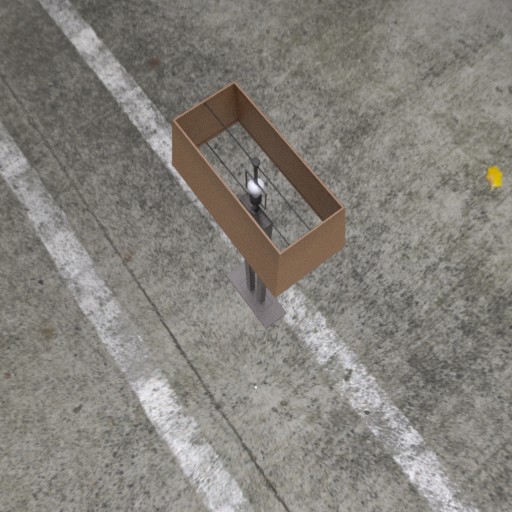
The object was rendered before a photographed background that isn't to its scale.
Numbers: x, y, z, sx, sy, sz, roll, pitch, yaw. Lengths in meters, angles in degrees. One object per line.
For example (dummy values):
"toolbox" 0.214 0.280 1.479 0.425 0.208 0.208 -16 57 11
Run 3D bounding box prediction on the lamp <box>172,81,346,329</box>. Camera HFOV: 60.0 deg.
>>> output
"lamp" 0.000 0.000 1.682 0.233 1.469 0.475 -36 77 -10
